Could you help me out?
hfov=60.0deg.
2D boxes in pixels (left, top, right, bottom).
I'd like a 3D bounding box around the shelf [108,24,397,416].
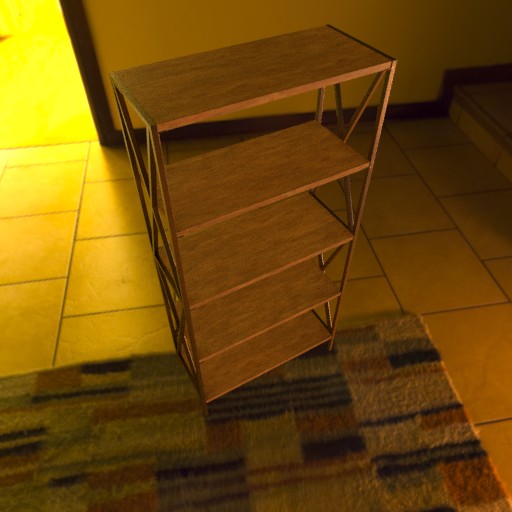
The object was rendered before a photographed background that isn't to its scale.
[{"bbox_3d":[0.000,0.000,2.108,0.874,1.803,0.386,-22,50,-20],"label":"shelf"}]
